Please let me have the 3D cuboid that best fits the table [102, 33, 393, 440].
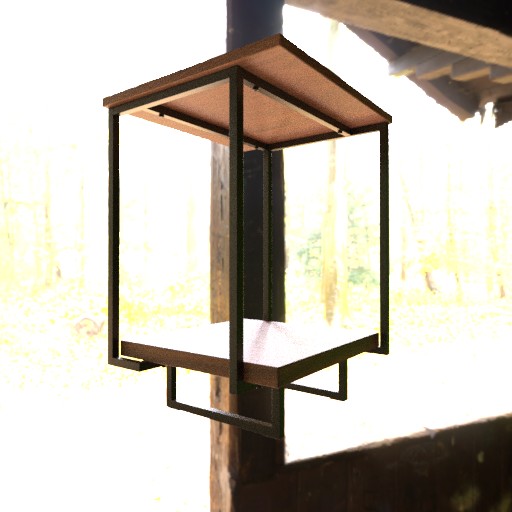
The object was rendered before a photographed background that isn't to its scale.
[{"bbox_3d":[0.000,0.000,0.843,0.384,0.567,0.411,0,-1,37],"label":"table"}]
